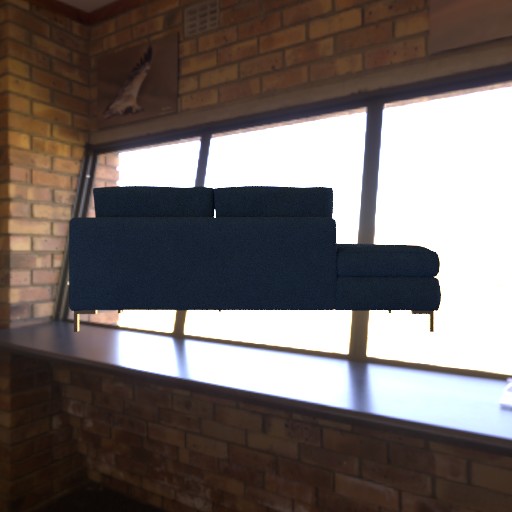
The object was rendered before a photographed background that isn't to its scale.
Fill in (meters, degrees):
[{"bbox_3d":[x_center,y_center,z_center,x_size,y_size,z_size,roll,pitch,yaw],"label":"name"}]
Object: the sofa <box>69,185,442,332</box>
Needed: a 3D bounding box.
[{"bbox_3d":[0.000,0.000,3.812,2.007,0.815,2.949,0,0,0],"label":"sofa"}]
